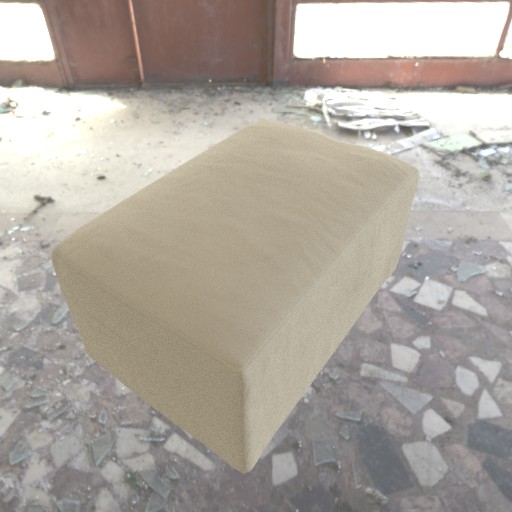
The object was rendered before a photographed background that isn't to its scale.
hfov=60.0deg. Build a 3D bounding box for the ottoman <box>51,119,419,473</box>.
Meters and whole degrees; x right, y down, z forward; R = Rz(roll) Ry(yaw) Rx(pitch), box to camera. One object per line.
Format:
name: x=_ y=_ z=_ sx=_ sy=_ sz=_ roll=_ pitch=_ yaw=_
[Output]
ottoman: x=0.000 y=0.000 z=1.226 sx=0.590 sy=0.444 sz=0.872 roll=26 pitch=48 yaw=26
